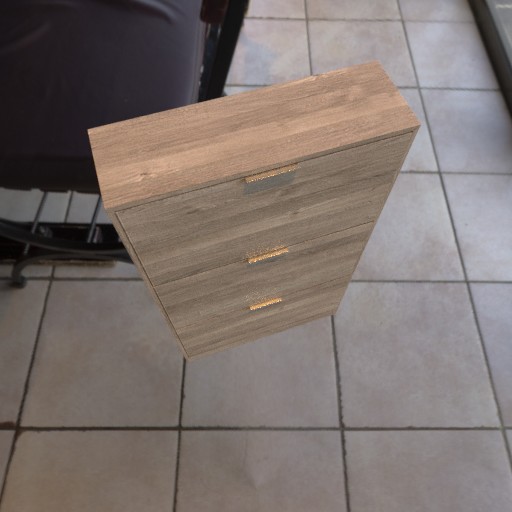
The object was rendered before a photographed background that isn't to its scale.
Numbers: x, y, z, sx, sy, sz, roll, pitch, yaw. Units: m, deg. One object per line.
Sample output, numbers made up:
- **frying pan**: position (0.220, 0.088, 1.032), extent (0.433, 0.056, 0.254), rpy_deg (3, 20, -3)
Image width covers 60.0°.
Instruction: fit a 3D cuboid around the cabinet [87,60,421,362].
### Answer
- **cabinet**: position (0.000, 0.000, 1.606), extent (0.750, 1.280, 0.250), rpy_deg (-17, 64, -9)
